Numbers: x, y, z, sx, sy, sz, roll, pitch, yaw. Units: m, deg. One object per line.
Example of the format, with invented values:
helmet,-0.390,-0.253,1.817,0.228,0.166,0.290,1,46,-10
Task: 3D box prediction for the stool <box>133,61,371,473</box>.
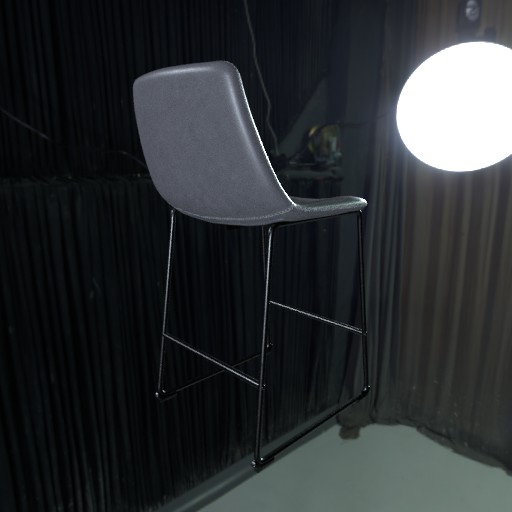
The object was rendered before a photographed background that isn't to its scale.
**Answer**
stool,0.000,0.000,1.179,0.546,0.876,0.470,-13,19,-43
